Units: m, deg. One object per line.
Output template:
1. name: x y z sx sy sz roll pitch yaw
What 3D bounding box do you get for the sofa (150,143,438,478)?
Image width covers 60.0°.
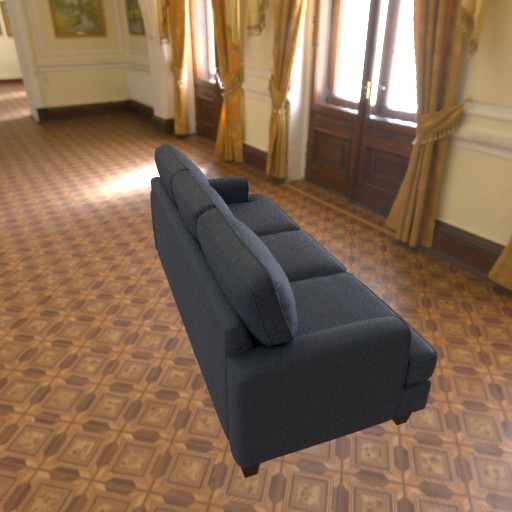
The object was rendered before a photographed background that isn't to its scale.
1. sofa: 0.000 0.000 2.639 0.951 0.965 2.158 -10 30 -18
